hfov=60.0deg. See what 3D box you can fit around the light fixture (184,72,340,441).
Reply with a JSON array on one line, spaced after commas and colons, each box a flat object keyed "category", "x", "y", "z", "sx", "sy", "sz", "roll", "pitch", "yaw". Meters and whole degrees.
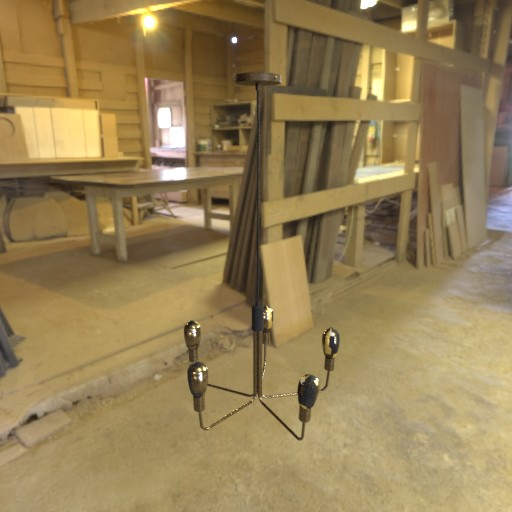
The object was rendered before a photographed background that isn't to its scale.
[{"category": "light fixture", "x": 0.000, "y": 0.000, "z": 1.385, "sx": 0.588, "sy": 1.059, "sz": 0.532, "roll": 14, "pitch": 20, "yaw": 41}]
